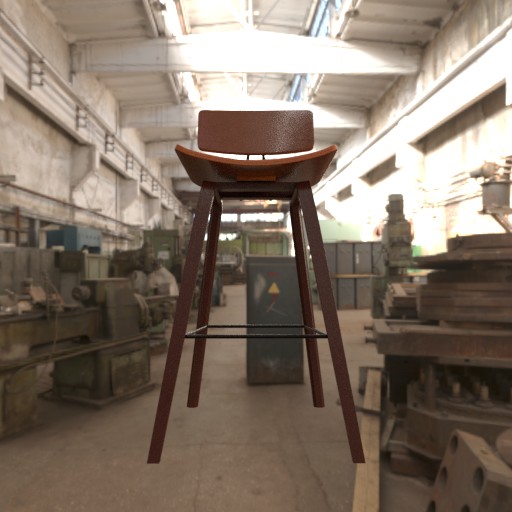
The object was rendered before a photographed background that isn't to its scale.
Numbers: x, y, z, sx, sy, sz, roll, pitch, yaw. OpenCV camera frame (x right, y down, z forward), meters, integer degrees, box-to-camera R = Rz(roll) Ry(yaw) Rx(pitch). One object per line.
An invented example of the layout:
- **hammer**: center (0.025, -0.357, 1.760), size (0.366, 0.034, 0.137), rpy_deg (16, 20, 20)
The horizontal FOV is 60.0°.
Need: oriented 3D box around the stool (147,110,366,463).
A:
- **stool**: center (0.000, 0.000, 1.254), size (0.509, 0.969, 0.440), rpy_deg (0, 0, 0)
